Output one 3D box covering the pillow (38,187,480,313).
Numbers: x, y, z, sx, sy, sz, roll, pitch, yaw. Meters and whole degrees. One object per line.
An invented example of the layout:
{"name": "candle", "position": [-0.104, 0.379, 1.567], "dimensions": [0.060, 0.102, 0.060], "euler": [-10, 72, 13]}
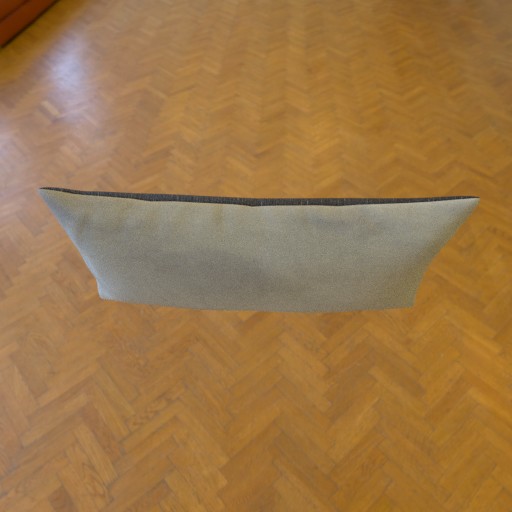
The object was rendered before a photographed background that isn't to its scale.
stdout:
{"name": "pillow", "position": [0.000, 0.000, 0.733], "dimensions": [0.608, 0.305, 0.156], "euler": [1, 46, 1]}
